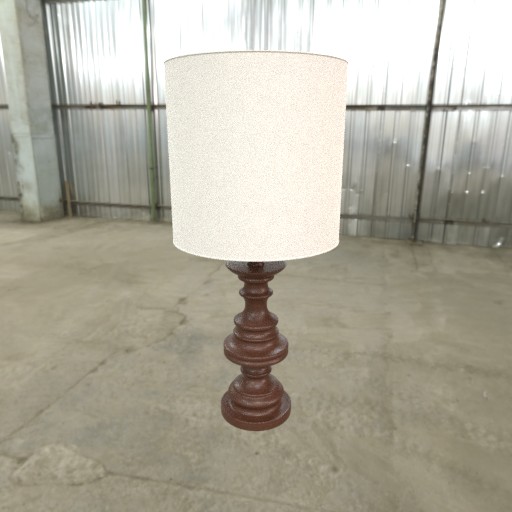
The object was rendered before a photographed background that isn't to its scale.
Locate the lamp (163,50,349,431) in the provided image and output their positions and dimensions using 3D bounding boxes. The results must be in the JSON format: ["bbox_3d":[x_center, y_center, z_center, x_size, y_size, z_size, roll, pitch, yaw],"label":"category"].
[{"bbox_3d":[0.000,0.000,0.572,0.208,0.455,0.208,15,22,42],"label":"lamp"}]
